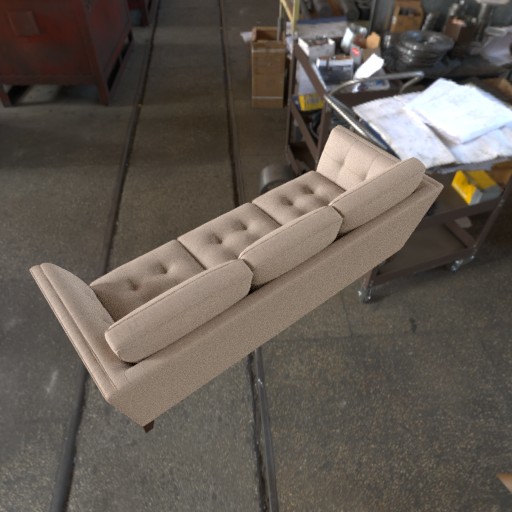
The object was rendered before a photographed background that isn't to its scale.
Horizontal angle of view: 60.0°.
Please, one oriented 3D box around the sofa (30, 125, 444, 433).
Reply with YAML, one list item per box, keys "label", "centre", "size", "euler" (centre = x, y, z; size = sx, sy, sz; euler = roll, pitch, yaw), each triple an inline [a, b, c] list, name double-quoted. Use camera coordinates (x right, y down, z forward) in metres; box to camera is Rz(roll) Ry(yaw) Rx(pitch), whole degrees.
- label: "sofa"
  centre: [0.000, 0.000, 2.863]
  size: [2.388, 0.940, 0.965]
  euler: [-30, 54, -25]
